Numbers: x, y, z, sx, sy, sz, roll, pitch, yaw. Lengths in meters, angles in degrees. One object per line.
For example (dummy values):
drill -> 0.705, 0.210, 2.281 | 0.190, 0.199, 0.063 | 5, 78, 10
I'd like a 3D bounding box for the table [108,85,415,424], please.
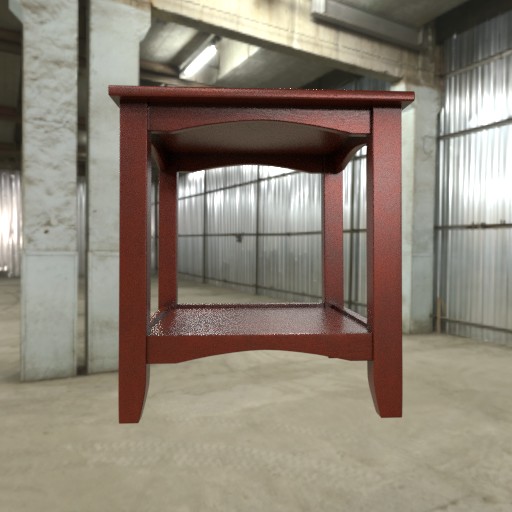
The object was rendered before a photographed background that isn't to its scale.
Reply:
table -> 0.000, 0.000, 0.977 | 0.523, 0.558, 0.522 | 0, 1, -1
